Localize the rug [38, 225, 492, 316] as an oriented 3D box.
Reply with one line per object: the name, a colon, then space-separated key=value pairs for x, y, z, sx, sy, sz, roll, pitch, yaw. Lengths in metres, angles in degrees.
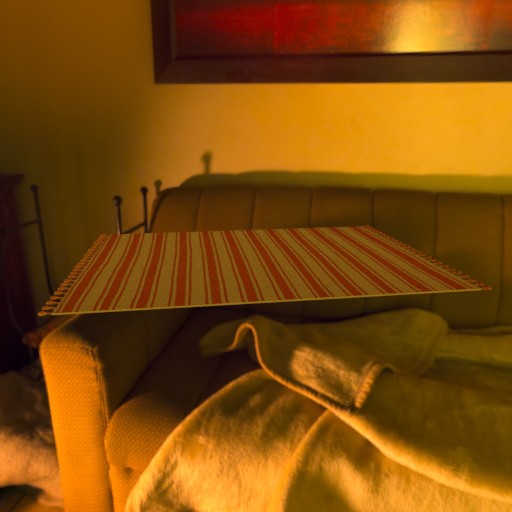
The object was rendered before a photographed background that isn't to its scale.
rug: x=0.000 y=0.000 z=4.384 sx=3.369 sy=0.035 sz=2.451 roll=-2 pitch=16 yaw=-9
